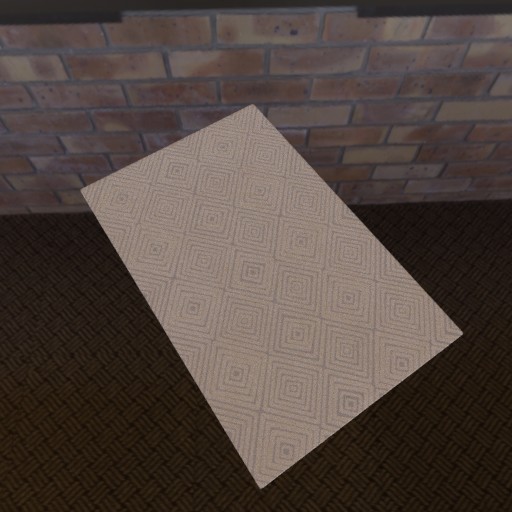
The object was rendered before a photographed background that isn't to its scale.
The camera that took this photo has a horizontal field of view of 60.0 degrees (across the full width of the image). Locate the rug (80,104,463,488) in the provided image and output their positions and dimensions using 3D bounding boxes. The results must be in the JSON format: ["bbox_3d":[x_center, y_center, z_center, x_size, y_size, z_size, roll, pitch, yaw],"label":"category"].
[{"bbox_3d":[0.000,0.000,2.247,1.143,0.008,1.753,-31,67,-15],"label":"rug"}]
